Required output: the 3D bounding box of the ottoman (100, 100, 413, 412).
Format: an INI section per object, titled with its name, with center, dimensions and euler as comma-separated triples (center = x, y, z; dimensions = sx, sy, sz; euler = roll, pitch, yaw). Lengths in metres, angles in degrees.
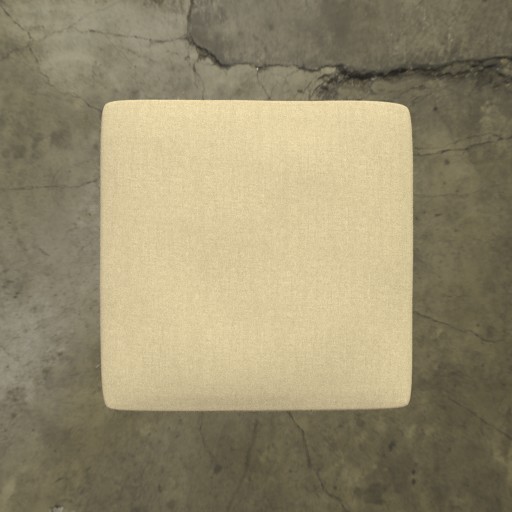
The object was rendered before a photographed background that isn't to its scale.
[ottoman]
center = 0.000, 0.000, 1.338
dimensions = 0.843, 0.436, 0.840
euler = 0, 90, -1
